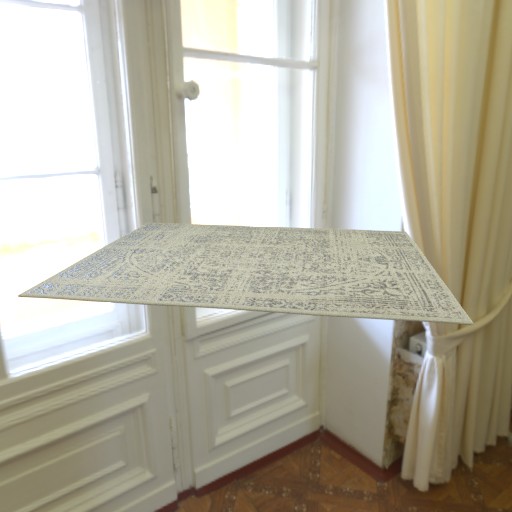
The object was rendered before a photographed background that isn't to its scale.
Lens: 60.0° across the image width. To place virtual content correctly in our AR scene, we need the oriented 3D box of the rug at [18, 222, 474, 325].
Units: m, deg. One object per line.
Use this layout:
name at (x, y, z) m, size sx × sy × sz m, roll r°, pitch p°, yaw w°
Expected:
rug at (0.000, 0.000, 3.869) m, size 2.921 × 0.032 × 2.311 m, roll 2°, pitch 17°, yaw 8°
